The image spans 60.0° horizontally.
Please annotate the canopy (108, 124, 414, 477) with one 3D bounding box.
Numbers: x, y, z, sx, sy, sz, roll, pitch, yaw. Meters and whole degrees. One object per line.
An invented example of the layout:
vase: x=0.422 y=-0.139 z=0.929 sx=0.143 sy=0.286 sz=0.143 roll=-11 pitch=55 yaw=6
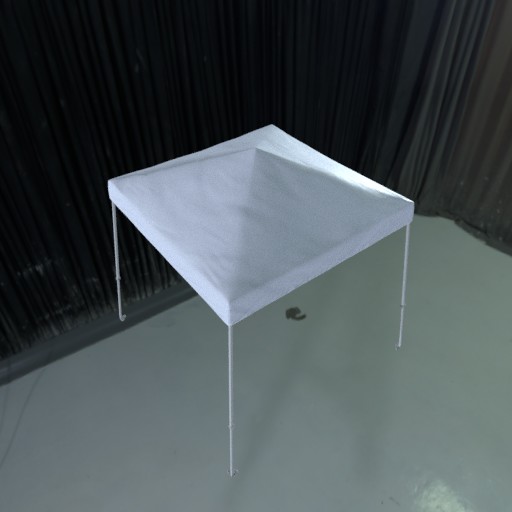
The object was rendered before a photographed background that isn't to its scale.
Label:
canopy: x=0.000 y=0.000 z=6.748 sx=3.599 sy=3.600 sz=3.600 roll=-27 pitch=48 yaw=-27
